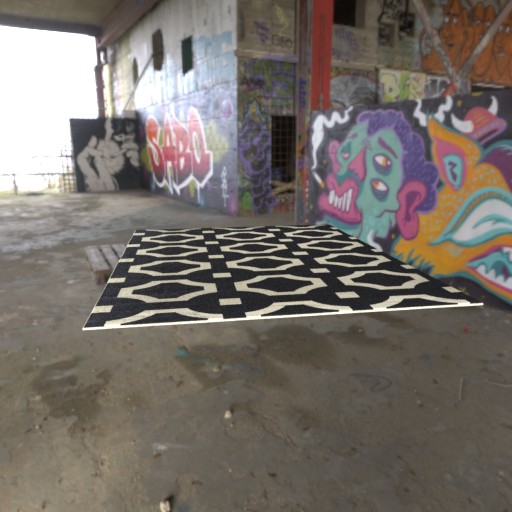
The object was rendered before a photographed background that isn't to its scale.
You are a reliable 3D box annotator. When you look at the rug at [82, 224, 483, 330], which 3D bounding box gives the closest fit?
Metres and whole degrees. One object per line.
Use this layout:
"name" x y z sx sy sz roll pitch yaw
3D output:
"rug" 0.000 0.000 4.115 2.466 0.021 3.049 -2 14 -9
